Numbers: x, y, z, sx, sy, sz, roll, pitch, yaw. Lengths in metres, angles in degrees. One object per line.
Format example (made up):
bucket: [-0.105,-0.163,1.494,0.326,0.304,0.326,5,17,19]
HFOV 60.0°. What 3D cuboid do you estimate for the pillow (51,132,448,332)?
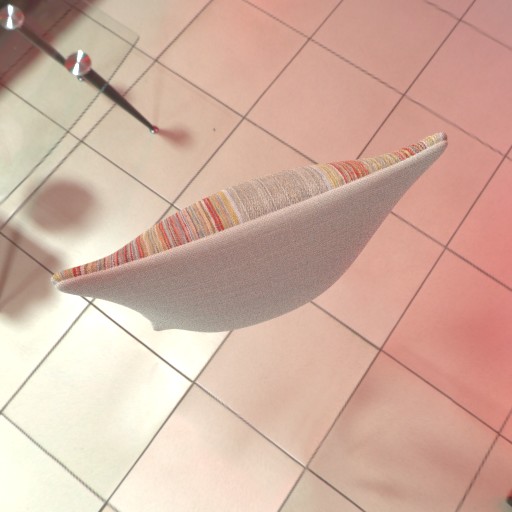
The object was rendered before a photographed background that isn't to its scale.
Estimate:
pillow: [0.000,0.000,0.680,0.451,0.449,0.191,-21,76,-5]
